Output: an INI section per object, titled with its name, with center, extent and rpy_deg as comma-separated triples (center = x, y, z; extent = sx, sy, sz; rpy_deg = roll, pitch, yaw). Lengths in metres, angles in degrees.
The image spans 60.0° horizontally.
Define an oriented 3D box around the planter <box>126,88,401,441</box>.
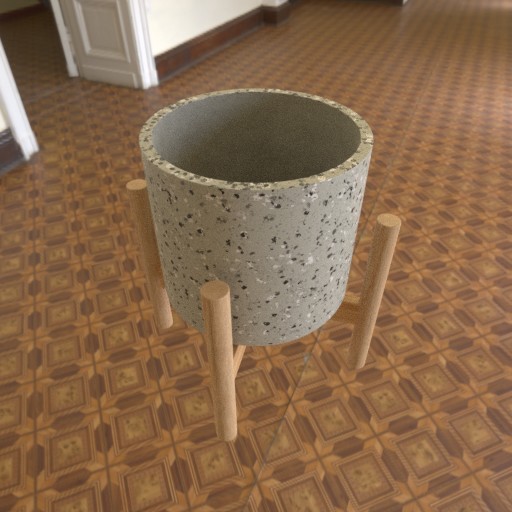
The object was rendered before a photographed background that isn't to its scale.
[planter]
center = 0.000, 0.000, 0.531
extent = 0.284, 0.320, 0.284
rpy_deg = 26, 47, 27
